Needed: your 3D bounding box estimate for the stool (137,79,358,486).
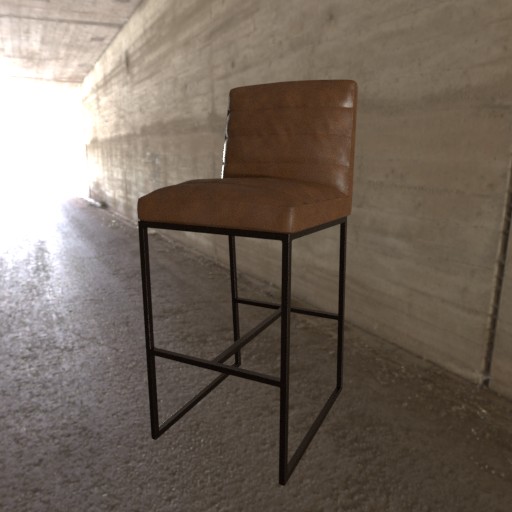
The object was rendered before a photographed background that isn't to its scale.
[{"bbox_3d":[0.000,0.000,1.354,0.463,1.065,0.562,7,15,26],"label":"stool"}]
